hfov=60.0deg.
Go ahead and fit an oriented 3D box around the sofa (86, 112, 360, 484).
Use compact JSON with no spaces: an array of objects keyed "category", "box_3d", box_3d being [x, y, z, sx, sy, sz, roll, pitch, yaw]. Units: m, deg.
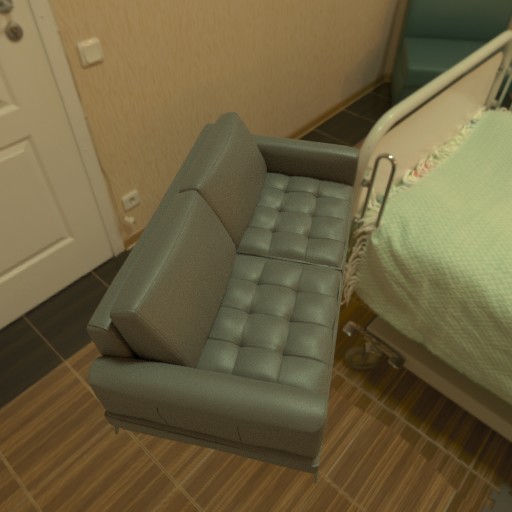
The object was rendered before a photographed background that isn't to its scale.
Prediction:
[{"category":"sofa","box_3d":[0.000,0.000,2.688,1.121,0.930,2.177,10,47,9]}]
